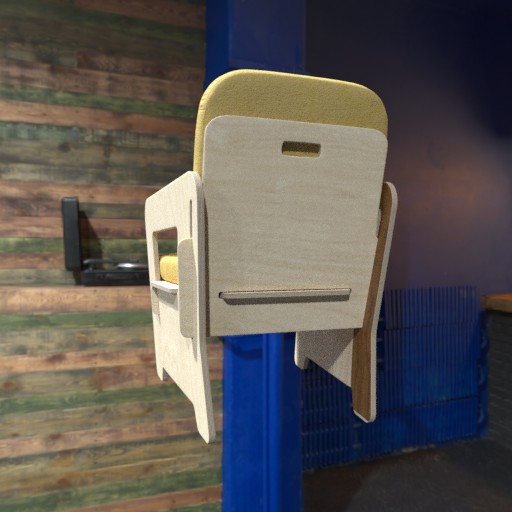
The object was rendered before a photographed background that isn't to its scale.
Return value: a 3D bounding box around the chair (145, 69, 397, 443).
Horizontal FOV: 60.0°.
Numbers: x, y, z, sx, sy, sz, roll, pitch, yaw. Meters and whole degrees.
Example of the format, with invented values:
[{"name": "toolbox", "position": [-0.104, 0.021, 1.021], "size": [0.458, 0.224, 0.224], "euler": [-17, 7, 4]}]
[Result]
[{"name": "chair", "position": [0.000, 0.000, 1.284], "size": [0.590, 0.800, 0.710], "euler": [0, 1, -18]}]
